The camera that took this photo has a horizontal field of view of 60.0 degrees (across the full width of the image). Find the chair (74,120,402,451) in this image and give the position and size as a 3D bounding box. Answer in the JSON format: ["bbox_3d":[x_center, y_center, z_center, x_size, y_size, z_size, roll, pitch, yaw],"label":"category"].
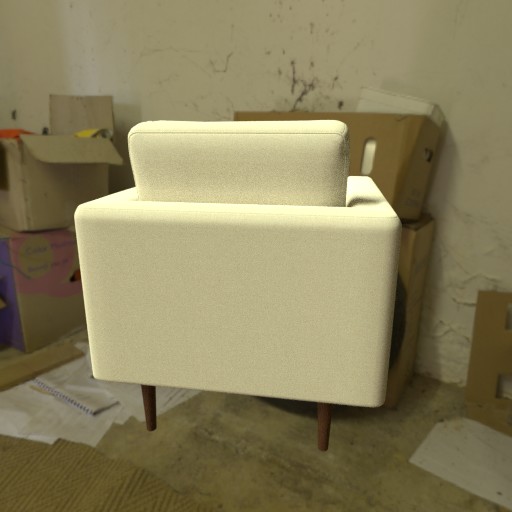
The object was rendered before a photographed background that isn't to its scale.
[{"bbox_3d":[0.000,0.000,1.544,0.831,0.899,0.879,3,17,9],"label":"chair"}]
